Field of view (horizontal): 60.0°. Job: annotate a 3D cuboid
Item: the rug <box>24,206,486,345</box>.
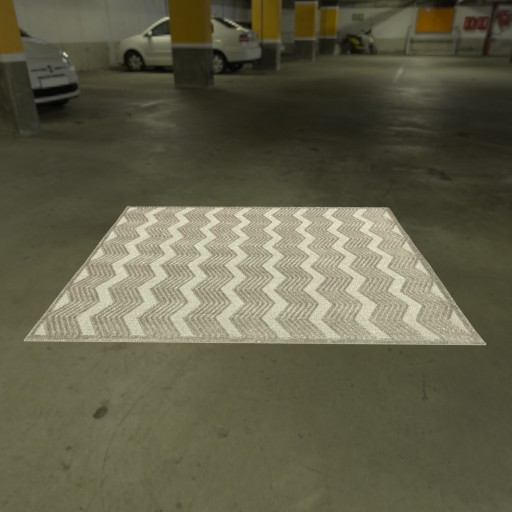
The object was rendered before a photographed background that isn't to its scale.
[{"bbox_3d":[0.000,0.000,3.819,2.880,0.005,2.391,0,27,1],"label":"rug"}]
